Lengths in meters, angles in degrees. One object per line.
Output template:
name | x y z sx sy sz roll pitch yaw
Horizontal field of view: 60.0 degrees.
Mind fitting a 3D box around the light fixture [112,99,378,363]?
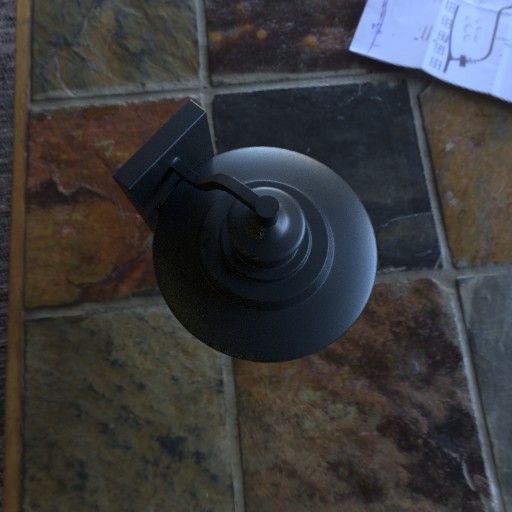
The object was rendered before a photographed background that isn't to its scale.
light fixture | 0.000 0.000 0.505 0.252 0.345 0.222 39 78 10
